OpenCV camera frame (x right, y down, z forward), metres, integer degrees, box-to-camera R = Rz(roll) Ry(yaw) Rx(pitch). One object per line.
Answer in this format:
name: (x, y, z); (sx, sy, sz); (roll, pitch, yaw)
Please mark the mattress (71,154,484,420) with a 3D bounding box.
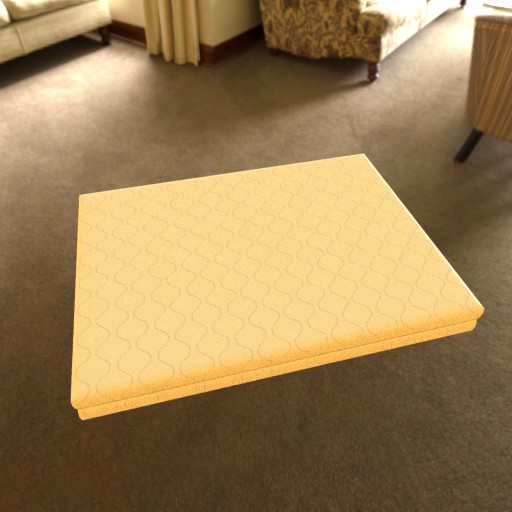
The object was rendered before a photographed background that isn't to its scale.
mattress: (0.000, 0.000, 2.479); (1.900, 0.200, 1.400); (-10, 46, -10)
